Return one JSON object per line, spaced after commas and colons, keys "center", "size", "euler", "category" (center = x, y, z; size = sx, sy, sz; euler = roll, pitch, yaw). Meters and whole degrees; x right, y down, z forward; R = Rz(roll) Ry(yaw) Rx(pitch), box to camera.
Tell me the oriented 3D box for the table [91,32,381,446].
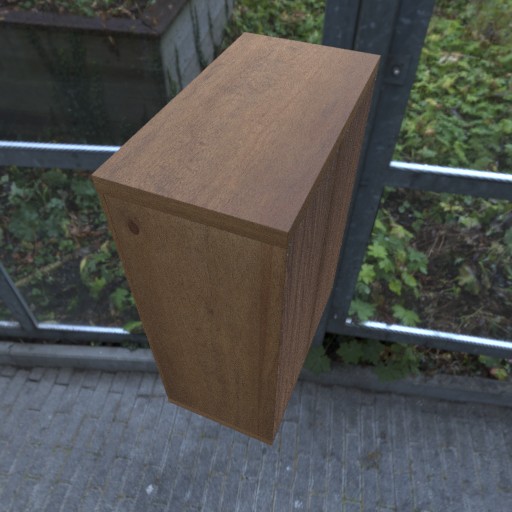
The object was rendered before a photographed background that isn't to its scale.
{"center": [0.000, 0.000, 1.744], "size": [0.524, 1.294, 0.901], "euler": [17, 50, 15], "category": "table"}
